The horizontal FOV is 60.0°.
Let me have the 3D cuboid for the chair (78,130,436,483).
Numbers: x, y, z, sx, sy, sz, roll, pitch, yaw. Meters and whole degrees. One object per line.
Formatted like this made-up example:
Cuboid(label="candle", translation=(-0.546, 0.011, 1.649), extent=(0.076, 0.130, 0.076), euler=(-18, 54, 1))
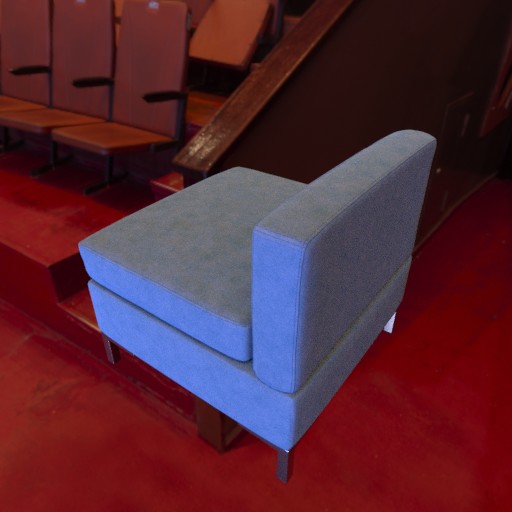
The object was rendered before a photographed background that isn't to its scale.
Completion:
Cuboid(label="chair", translation=(0.000, 0.000, 1.229), extent=(0.685, 0.660, 0.684), euler=(22, 39, 30))
